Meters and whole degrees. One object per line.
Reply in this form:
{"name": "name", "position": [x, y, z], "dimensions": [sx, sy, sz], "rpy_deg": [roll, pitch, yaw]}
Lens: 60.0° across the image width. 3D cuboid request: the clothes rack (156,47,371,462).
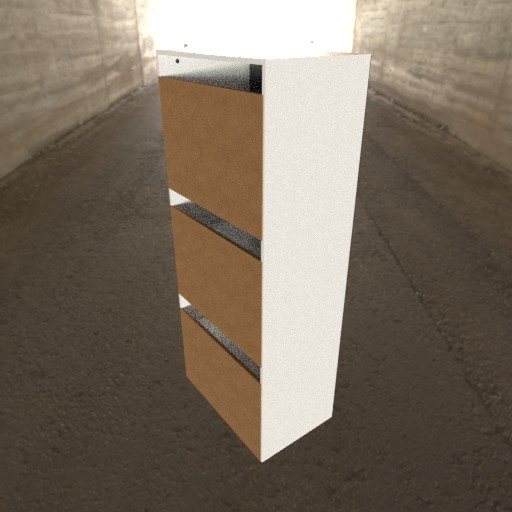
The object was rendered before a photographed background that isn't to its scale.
{"name": "clothes rack", "position": [0.000, 0.000, 1.416], "dimensions": [0.330, 1.187, 0.500], "rpy_deg": [-19, 33, -32]}
